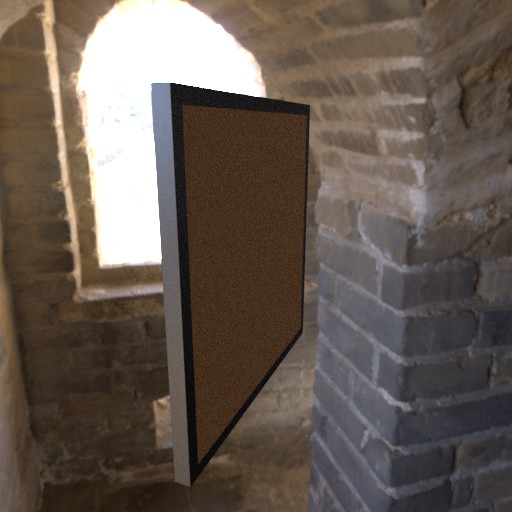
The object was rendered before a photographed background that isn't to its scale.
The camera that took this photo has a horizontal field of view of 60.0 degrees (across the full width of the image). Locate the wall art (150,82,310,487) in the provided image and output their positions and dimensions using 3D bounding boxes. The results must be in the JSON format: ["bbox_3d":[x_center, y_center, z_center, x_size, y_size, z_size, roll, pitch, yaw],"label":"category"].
[{"bbox_3d":[0.000,0.000,1.134,0.038,0.765,0.765,7,17,22],"label":"wall art"}]
